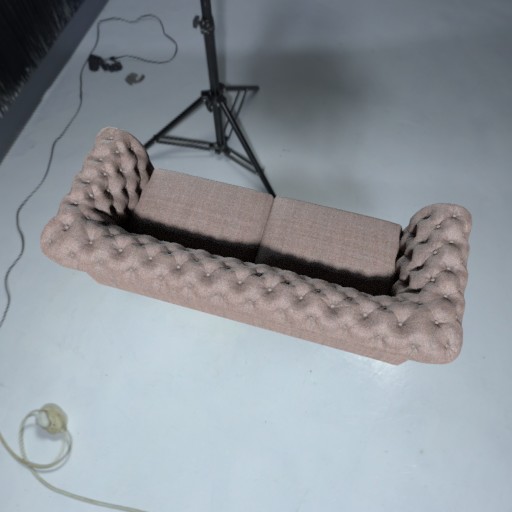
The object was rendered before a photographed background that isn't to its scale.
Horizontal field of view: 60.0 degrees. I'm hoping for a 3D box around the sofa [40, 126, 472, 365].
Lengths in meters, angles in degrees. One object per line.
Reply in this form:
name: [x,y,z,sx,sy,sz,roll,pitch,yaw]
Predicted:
sofa: [0.000,0.000,2.789,2.385,0.787,0.944,14,64,7]
